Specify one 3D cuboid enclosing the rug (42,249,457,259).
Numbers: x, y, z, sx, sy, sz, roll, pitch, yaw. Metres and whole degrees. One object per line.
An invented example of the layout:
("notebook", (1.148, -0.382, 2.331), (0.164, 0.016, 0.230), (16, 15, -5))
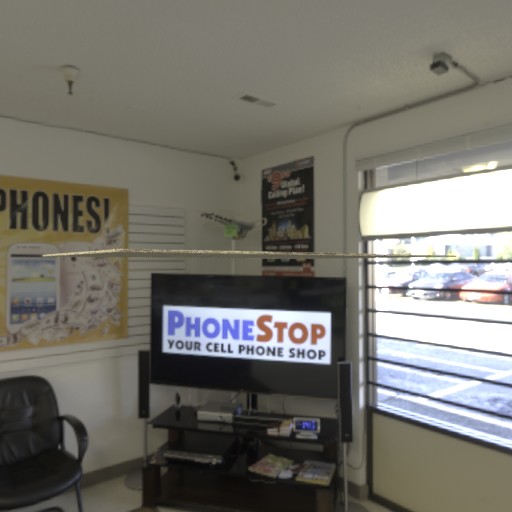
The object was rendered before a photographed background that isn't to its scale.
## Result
("rug", (0.000, 0.000, 3.077), (2.444, 0.012, 1.530), (1, -1, -36))
